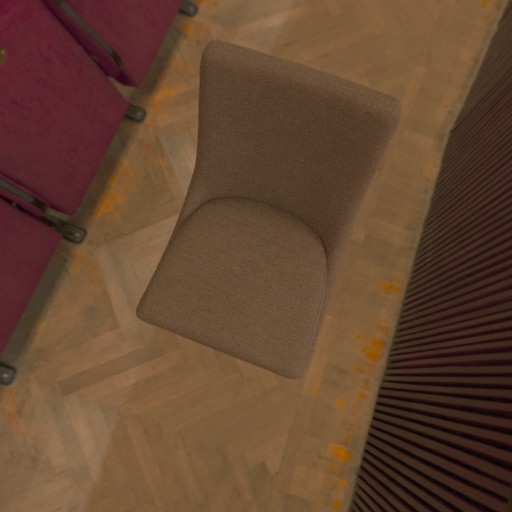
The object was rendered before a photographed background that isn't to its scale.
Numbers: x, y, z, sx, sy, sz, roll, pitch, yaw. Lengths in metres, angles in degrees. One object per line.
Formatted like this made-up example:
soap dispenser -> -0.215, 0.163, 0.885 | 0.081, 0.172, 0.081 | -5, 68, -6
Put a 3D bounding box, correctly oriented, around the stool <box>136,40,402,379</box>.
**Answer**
stool -> 0.000, 0.000, 1.270 | 0.470, 0.981, 0.577 | 20, 76, 5
